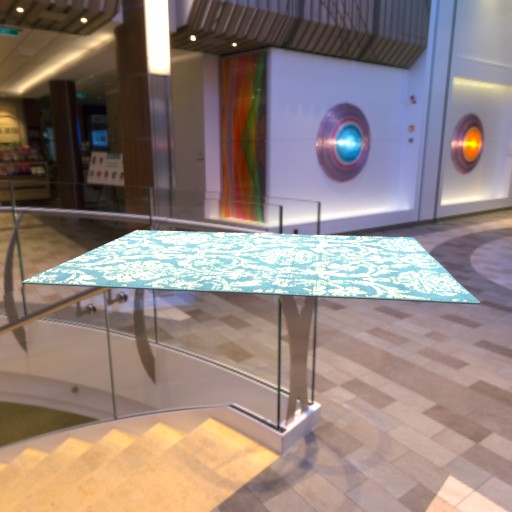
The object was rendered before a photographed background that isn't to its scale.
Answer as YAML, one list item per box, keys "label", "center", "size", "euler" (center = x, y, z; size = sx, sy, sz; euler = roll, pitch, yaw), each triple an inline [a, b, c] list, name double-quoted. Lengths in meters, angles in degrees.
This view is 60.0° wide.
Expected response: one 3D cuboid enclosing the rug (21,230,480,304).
- label: "rug"
  center: [0.000, 0.000, 2.328]
  size: [1.833, 0.012, 1.211]
  euler: [2, 14, 8]
